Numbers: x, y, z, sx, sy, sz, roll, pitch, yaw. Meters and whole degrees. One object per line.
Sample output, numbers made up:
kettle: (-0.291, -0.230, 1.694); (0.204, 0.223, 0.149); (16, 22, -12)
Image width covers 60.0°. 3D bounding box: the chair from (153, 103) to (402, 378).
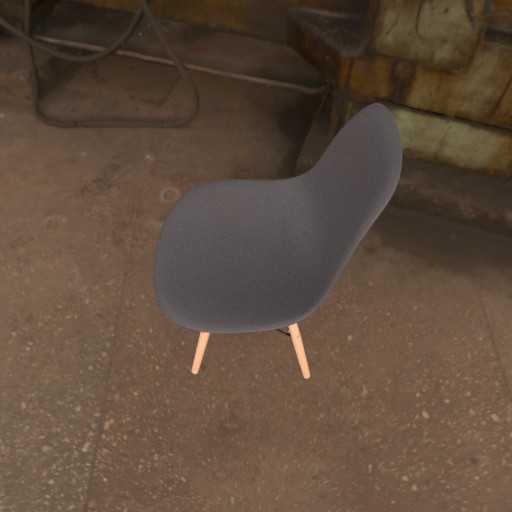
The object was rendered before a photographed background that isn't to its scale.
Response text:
chair: (0.000, 0.000, 1.166); (0.533, 0.826, 0.470); (1, 57, 1)
